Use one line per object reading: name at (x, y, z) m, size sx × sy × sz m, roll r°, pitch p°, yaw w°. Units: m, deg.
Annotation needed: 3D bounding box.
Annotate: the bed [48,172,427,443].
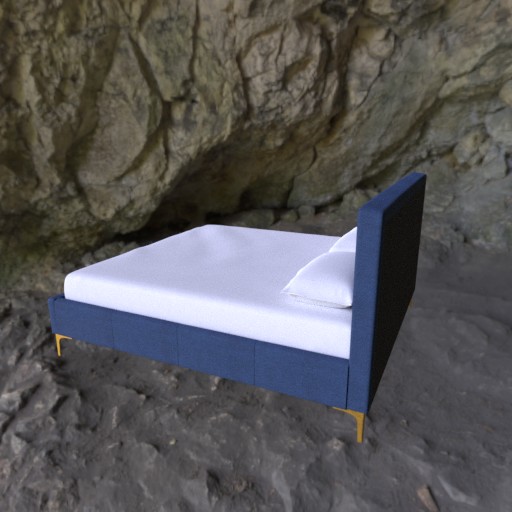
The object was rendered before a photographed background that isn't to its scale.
bed at (0.000, 0.000, 3.479) m, size 2.232 × 1.231 × 2.096 m, roll 7°, pitch 17°, yaw 24°
